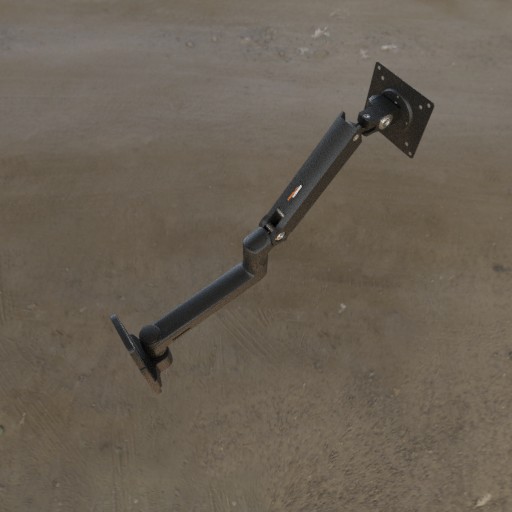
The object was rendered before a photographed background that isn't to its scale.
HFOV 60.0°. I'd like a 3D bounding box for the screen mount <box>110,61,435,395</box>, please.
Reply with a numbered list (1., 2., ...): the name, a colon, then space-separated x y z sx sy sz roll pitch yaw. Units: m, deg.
1. screen mount: 0.000 0.000 0.735 0.495 0.466 0.115 -29 62 -17
